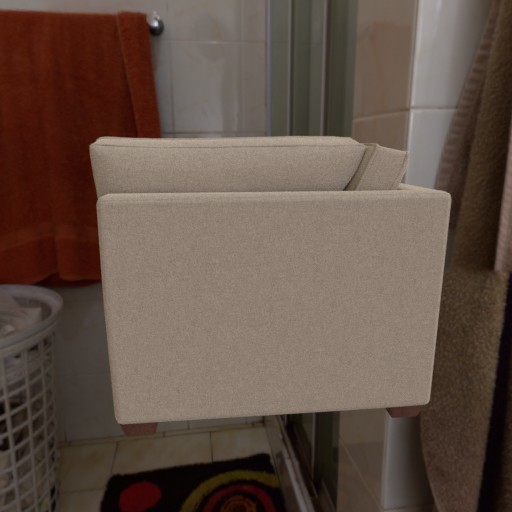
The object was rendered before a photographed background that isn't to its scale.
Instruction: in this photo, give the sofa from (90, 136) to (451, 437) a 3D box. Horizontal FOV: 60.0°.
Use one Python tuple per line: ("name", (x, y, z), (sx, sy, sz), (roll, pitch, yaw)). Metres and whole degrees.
("sofa", (0.000, 0.000, 1.937), (1.146, 1.002, 1.084), (-2, 14, -6))
